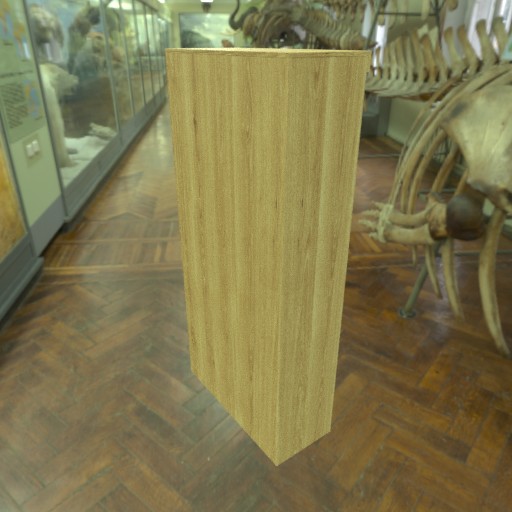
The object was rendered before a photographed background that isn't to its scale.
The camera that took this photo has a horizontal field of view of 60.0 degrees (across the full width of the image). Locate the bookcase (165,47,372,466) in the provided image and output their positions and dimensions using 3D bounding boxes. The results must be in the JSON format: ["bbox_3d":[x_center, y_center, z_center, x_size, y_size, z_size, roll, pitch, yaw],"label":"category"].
[{"bbox_3d":[0.000,0.000,2.392,0.420,2.020,0.950,-18,31,-32],"label":"bookcase"}]
